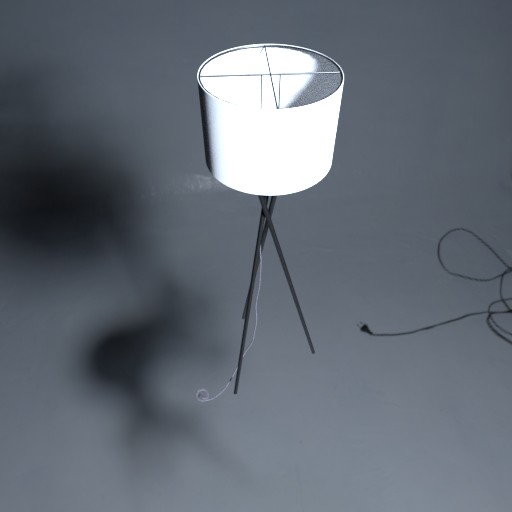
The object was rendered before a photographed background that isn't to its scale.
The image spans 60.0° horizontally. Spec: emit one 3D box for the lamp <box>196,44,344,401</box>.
[{"bbox_3d":[0.000,0.000,1.914,0.667,1.624,0.522,-3,47,-3],"label":"lamp"}]
